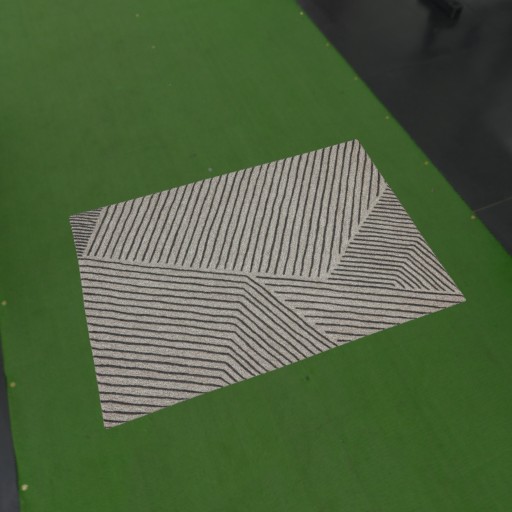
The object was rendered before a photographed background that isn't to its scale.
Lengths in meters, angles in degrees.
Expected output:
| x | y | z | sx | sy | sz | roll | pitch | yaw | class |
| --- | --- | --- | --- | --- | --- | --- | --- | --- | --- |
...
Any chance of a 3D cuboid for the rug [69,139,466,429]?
| x | y | z | sx | sy | sz | roll | pitch | yaw | class |
| --- | --- | --- | --- | --- | --- | --- | --- | --- | --- |
| 0.000 | 0.000 | 2.401 | 1.842 | 0.019 | 1.237 | -17 | 59 | -10 | rug |
